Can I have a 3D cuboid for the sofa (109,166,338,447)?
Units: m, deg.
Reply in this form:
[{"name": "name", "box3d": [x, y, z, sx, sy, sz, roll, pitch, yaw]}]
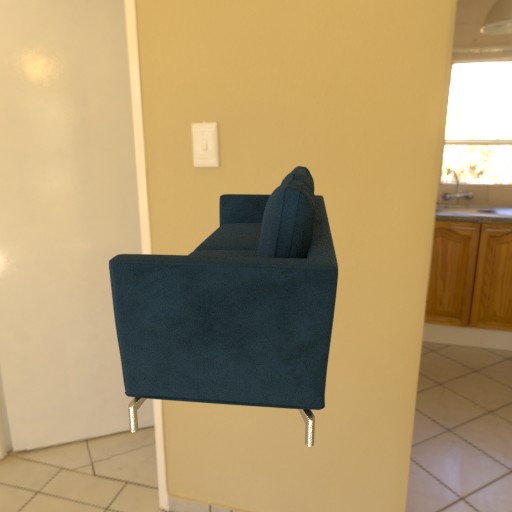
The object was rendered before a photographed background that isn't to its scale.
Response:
[{"name": "sofa", "box3d": [0.000, 0.000, 2.701, 0.853, 0.998, 2.212, 2, 14, 7]}]
